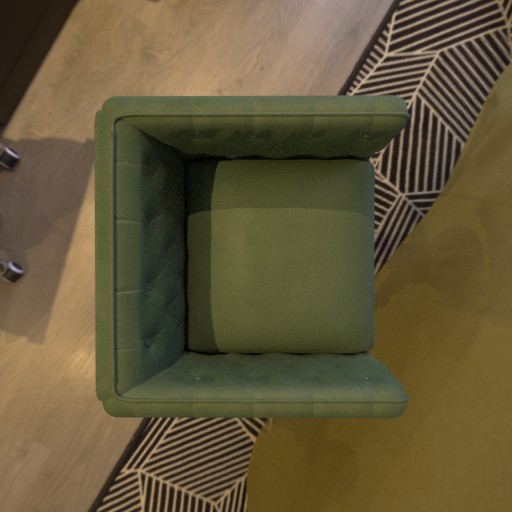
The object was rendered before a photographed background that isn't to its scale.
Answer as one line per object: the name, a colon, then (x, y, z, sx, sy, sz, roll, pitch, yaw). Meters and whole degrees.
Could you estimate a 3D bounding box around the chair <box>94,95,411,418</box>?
chair: (0.000, 0.000, 1.551, 0.855, 0.768, 0.917, 0, 91, 1)
